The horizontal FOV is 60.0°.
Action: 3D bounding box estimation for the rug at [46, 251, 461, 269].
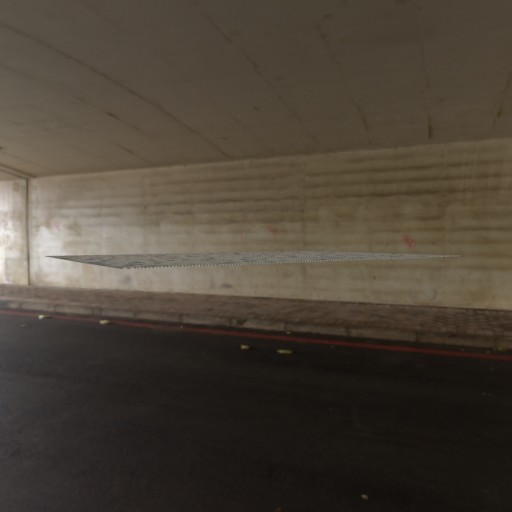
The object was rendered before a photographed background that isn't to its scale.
[{"bbox_3d":[0.000,0.000,2.323,1.835,0.003,1.206,-1,3,-35],"label":"rug"}]
